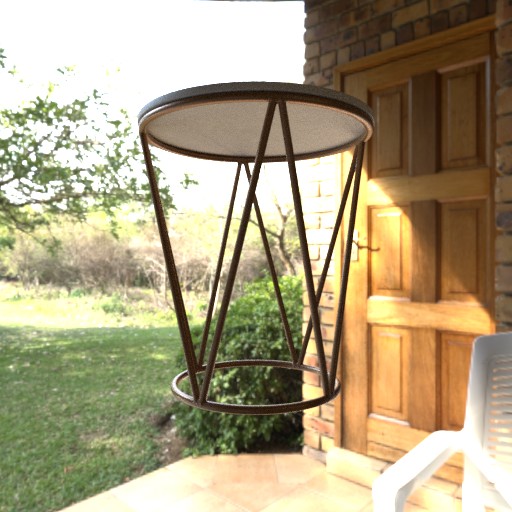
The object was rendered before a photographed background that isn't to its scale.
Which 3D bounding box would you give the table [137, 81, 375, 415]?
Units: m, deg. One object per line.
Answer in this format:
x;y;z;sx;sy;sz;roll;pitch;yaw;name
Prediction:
0.000;0.000;0.964;0.500;0.564;0.500;0;0;0;table
